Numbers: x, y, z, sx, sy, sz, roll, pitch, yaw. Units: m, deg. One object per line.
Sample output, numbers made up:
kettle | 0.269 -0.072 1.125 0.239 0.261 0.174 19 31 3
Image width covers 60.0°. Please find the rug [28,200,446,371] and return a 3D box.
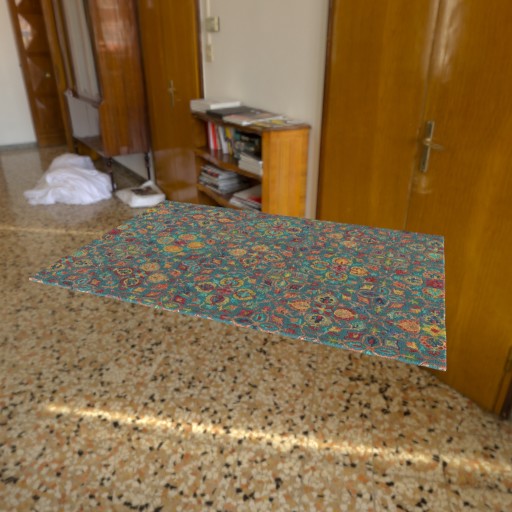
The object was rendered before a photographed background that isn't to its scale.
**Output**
rug | 0.000 0.000 2.306 1.836 0.014 1.216 9 27 18
